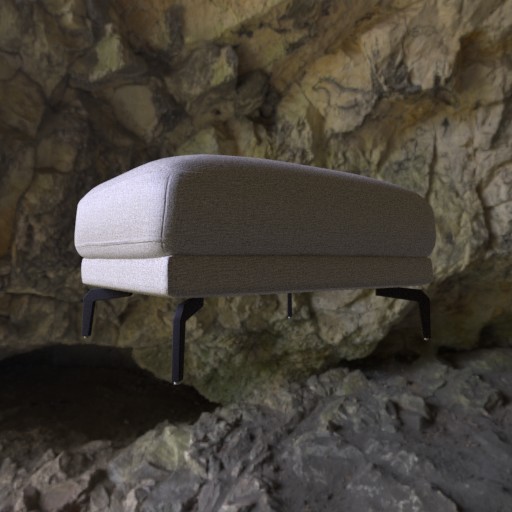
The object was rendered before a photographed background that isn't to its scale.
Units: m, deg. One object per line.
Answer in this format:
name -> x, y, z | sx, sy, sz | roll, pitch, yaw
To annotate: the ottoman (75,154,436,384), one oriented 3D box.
ottoman -> 0.000, 0.000, 1.118 | 0.772, 0.420, 0.568 | 0, -1, -36
